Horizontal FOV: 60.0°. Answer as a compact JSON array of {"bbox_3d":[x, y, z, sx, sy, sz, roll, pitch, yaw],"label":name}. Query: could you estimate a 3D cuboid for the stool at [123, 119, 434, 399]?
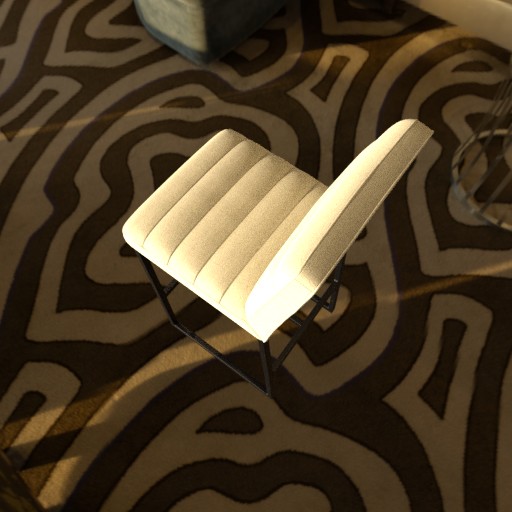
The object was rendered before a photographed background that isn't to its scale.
[{"bbox_3d":[0.000,0.000,1.312,0.560,1.040,0.460,33,66,17],"label":"stool"}]
